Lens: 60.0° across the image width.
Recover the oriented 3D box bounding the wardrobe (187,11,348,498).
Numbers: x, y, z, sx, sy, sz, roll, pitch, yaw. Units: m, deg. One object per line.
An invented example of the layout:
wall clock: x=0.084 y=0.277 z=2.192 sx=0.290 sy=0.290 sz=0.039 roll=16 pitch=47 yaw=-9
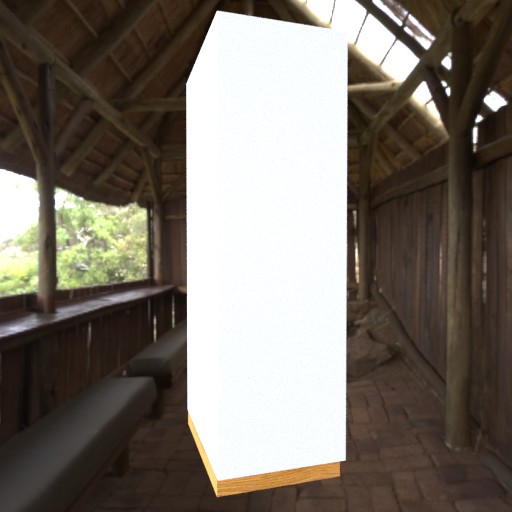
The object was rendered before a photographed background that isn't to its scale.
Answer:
wardrobe: x=0.000 y=0.000 z=2.345 sx=0.600 sy=2.040 sz=0.860 roll=0 pitch=1 yaw=-17
